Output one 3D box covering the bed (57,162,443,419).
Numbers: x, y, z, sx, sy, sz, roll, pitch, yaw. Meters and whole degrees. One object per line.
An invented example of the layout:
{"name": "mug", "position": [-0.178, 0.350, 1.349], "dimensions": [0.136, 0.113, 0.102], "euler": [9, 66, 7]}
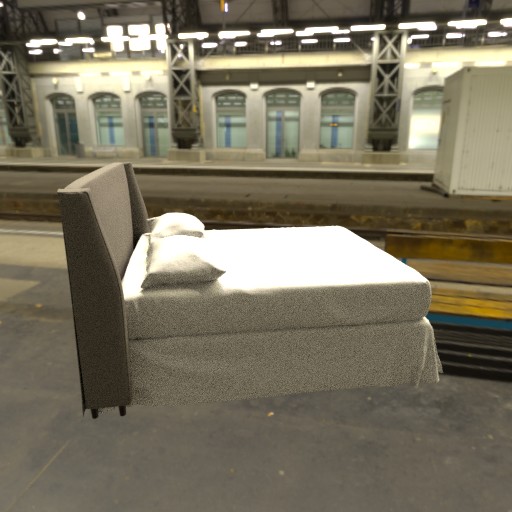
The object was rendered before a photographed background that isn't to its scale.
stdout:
{"name": "bed", "position": [0.000, 0.000, 3.386], "dimensions": [2.276, 1.332, 1.925], "euler": [-2, 16, -8]}
